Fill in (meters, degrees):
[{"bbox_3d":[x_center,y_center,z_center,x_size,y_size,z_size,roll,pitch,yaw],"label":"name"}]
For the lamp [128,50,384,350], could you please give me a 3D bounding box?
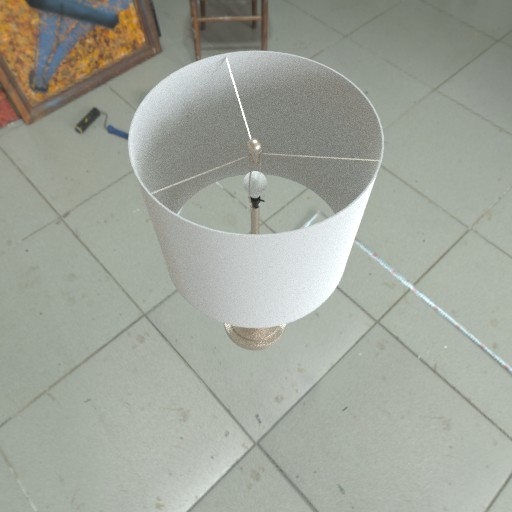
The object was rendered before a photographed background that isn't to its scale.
[{"bbox_3d":[0.000,0.000,0.711,0.277,0.538,0.277,15,61,9],"label":"lamp"}]
